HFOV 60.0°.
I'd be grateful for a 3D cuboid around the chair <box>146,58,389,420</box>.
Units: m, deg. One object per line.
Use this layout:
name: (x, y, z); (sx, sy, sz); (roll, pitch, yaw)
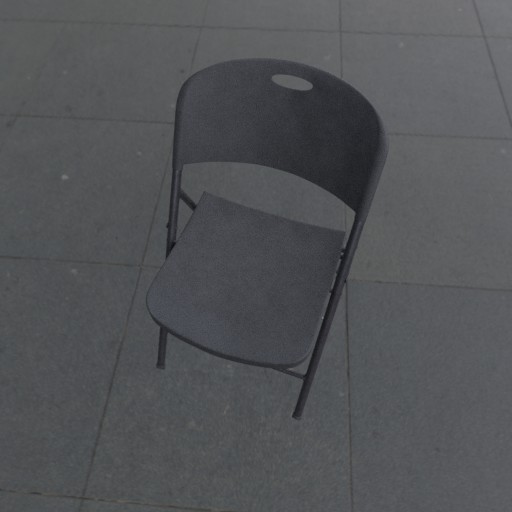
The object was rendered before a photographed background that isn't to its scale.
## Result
chair: (0.000, 0.000, 1.189); (0.494, 0.810, 0.567); (17, 60, 10)
